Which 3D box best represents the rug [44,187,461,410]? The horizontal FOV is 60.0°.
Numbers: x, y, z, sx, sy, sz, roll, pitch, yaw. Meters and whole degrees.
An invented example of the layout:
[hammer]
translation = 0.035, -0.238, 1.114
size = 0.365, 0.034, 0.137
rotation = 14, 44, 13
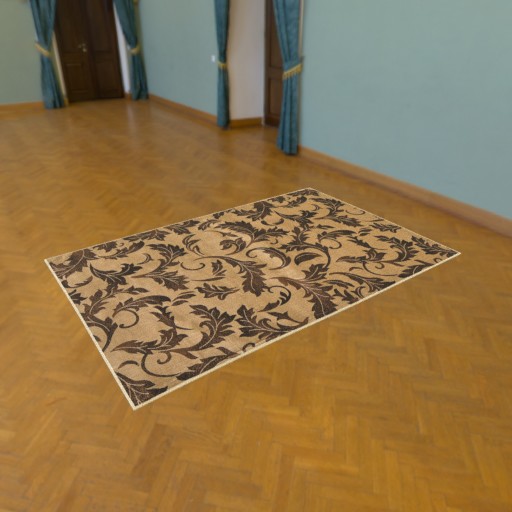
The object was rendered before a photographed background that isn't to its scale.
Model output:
[rug]
translation = 0.000, 0.000, 2.902
size = 2.284, 0.008, 1.522
rotation = -19, 34, -30
